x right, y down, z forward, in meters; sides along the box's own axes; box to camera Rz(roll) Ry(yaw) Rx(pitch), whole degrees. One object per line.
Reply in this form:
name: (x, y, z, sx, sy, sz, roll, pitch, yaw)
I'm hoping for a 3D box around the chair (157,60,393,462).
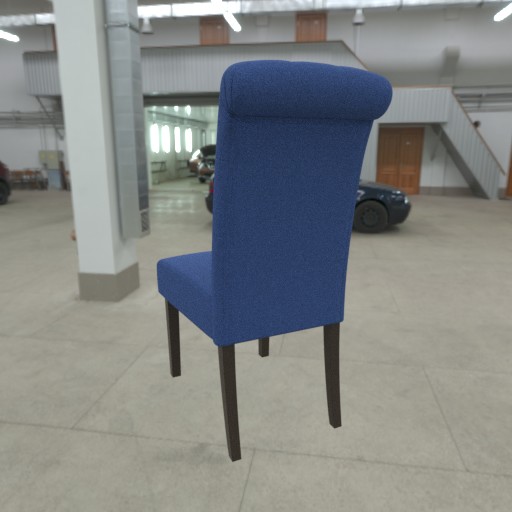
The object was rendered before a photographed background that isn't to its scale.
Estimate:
chair: (0.000, 0.000, 1.348, 0.456, 1.006, 0.671, -7, 15, -25)
